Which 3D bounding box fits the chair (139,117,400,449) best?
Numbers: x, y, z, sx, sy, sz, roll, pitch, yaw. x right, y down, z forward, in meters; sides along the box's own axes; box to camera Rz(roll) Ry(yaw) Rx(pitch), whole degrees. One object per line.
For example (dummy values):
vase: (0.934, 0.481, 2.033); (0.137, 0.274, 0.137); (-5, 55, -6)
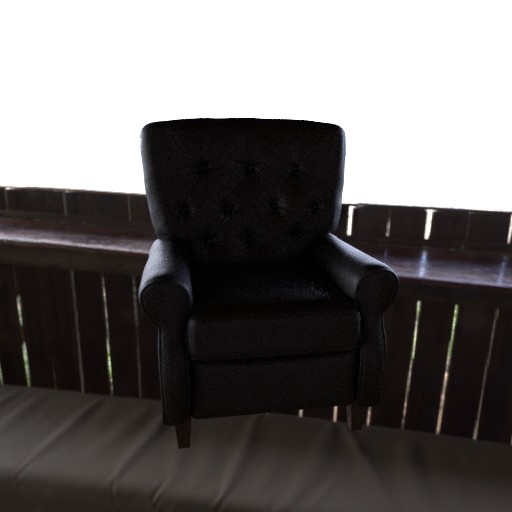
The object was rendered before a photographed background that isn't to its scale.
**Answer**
chair: (0.000, 0.000, 1.885); (0.948, 1.158, 1.058); (-2, 15, -9)
